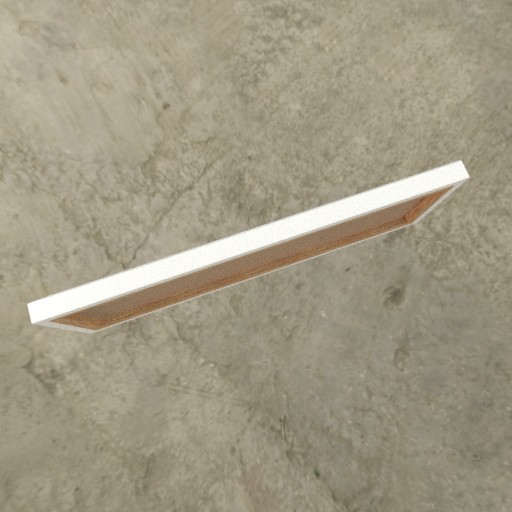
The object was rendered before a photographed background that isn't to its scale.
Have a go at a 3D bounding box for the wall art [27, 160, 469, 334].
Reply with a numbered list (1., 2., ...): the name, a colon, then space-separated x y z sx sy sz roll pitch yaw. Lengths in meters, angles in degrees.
1. wall art: 0.000 0.000 0.862 0.766 0.256 0.036 -19 77 -4
